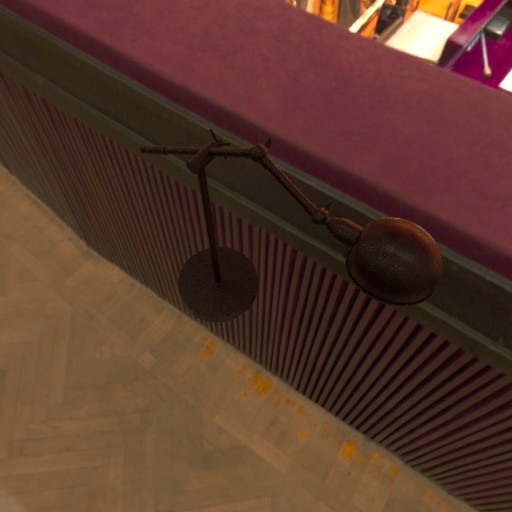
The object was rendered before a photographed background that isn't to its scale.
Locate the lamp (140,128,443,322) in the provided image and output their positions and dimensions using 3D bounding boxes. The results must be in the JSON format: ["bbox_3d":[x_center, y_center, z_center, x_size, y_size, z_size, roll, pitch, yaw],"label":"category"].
[{"bbox_3d":[0.000,0.000,0.810,0.567,0.495,0.185,32,64,18],"label":"lamp"}]
